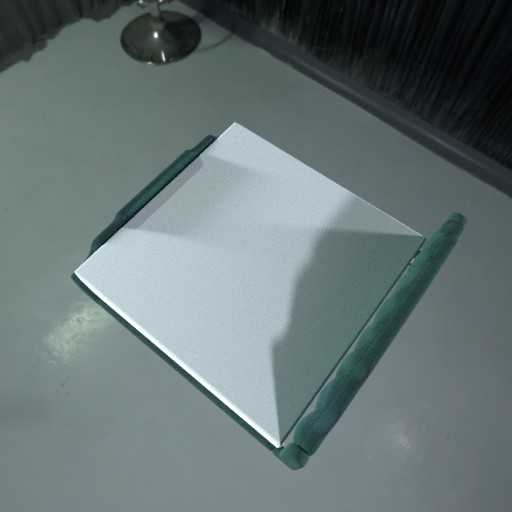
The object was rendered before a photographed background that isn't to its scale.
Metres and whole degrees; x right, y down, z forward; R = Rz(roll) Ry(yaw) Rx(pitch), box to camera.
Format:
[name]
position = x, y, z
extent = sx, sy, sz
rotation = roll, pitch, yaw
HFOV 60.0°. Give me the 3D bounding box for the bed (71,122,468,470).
[bed]
position = 0.000, 0.000, 3.536
extent = 2.340, 1.245, 2.074
rotation = 35, 68, 16
